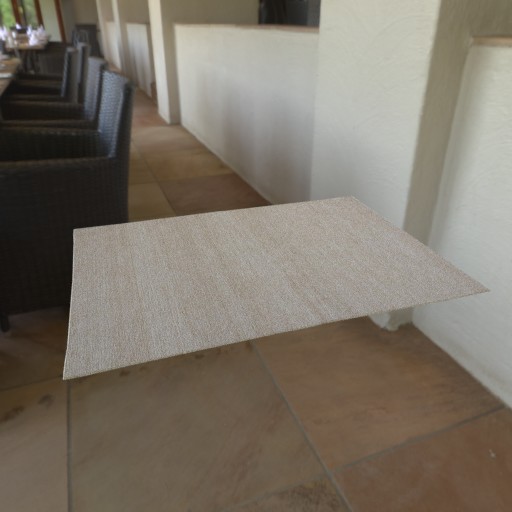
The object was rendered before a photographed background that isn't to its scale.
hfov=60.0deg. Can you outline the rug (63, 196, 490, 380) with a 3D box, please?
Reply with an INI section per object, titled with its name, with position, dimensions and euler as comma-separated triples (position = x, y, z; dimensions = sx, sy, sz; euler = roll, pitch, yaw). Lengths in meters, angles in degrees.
[rug]
position = 0.000, 0.000, 3.615
dimensions = 2.869, 0.038, 2.032
euler = -9, 29, -16
